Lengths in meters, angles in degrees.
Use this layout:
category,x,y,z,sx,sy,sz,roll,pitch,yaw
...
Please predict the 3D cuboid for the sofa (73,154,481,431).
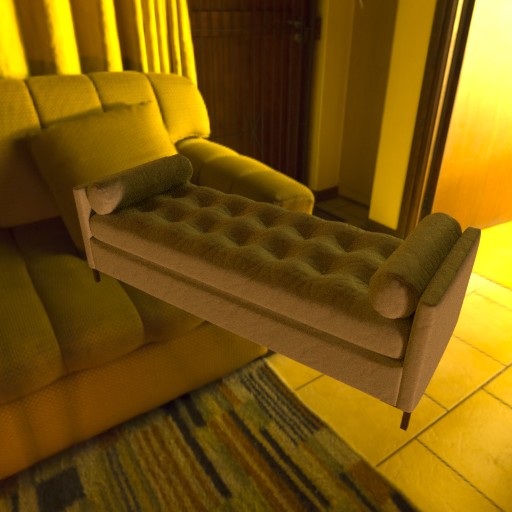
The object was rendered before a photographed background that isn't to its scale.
category,x,y,z,sx,sy,sz,roll,pitch,yaw
sofa,0.000,0.000,2.476,2.102,0.705,0.796,19,34,30
